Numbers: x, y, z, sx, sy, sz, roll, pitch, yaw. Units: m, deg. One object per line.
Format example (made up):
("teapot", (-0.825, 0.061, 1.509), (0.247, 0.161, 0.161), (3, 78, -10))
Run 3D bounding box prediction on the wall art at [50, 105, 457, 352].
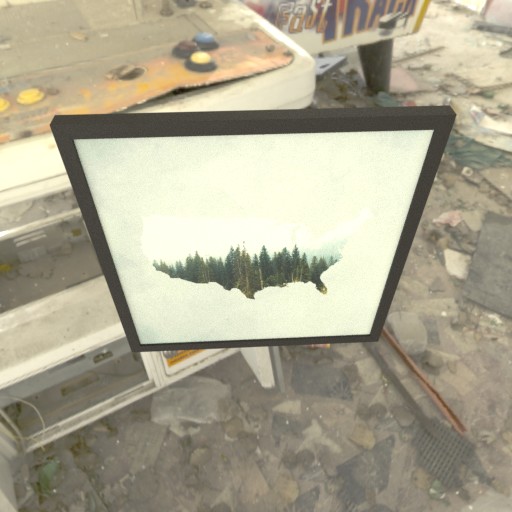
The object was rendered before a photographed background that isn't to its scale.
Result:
("wall art", (0.000, 0.000, 1.113), (0.763, 0.763, 0.038), (-2, 45, -2))
